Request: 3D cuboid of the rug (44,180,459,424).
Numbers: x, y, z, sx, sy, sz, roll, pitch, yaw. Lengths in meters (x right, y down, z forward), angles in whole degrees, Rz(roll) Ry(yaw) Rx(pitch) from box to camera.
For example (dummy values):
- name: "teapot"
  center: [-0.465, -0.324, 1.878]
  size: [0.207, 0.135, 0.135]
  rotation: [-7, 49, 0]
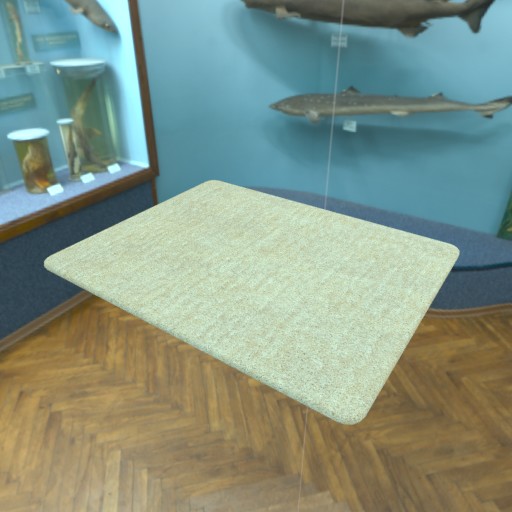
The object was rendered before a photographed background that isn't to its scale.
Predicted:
- name: "rug"
  center: [0.000, 0.000, 3.369]
  size: [2.528, 0.048, 2.009]
  rotation: [20, 36, 29]
